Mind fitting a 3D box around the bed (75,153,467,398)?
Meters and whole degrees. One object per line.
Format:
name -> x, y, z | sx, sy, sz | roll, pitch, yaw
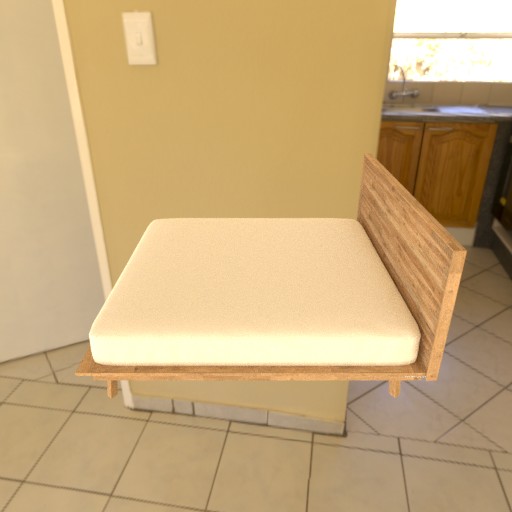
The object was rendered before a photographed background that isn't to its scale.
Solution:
bed -> 0.000, 0.000, 3.449 | 2.167, 1.100, 2.116 | 0, 26, 0
